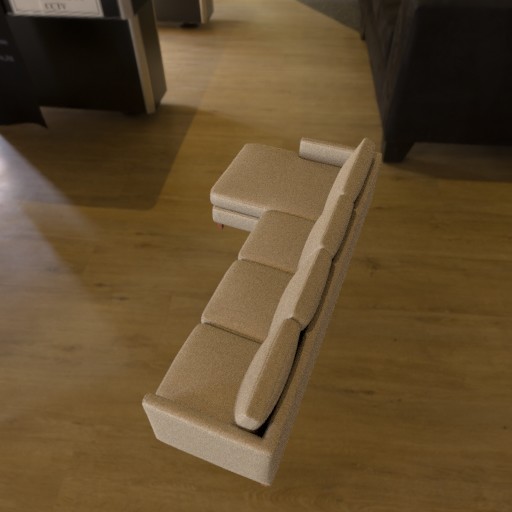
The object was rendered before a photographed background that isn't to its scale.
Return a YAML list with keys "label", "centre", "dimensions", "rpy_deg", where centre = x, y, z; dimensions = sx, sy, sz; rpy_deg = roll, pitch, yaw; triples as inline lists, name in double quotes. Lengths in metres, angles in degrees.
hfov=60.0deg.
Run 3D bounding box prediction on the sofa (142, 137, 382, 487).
- label: "sofa"
  centre: [0.000, 0.000, 3.802]
  dimensions: [1.502, 0.876, 3.201]
  rpy_deg: [16, 49, 15]
